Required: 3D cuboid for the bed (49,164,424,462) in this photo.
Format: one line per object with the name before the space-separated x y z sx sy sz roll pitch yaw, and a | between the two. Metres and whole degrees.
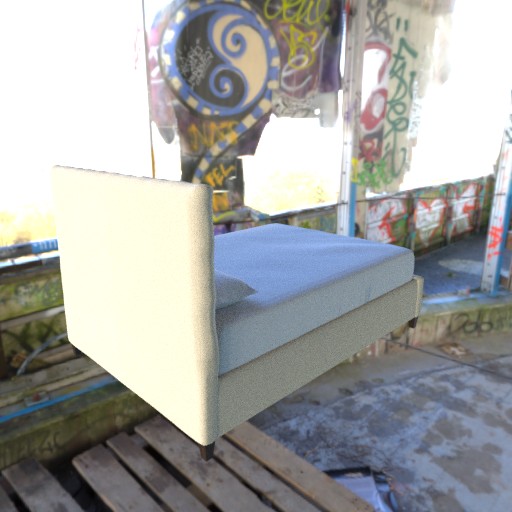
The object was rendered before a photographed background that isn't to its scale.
bed | 0.000 0.000 3.451 2.387 1.427 1.698 -15 22 -43
